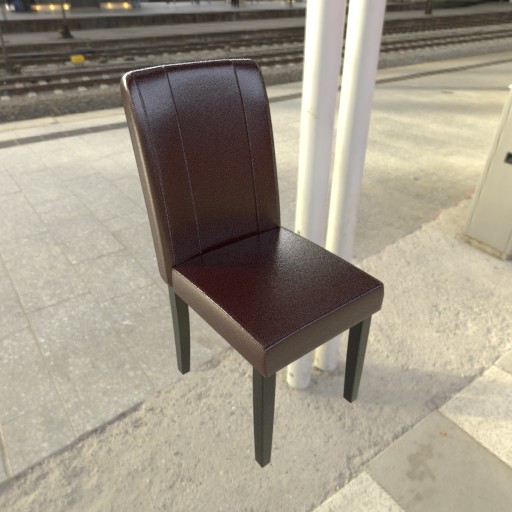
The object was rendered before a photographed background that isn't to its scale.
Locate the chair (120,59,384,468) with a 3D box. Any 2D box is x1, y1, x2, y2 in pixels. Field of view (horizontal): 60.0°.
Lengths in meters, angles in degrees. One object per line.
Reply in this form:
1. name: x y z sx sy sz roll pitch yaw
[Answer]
1. chair: 0.000 0.000 1.177 0.399 0.897 0.556 -22 38 -32
